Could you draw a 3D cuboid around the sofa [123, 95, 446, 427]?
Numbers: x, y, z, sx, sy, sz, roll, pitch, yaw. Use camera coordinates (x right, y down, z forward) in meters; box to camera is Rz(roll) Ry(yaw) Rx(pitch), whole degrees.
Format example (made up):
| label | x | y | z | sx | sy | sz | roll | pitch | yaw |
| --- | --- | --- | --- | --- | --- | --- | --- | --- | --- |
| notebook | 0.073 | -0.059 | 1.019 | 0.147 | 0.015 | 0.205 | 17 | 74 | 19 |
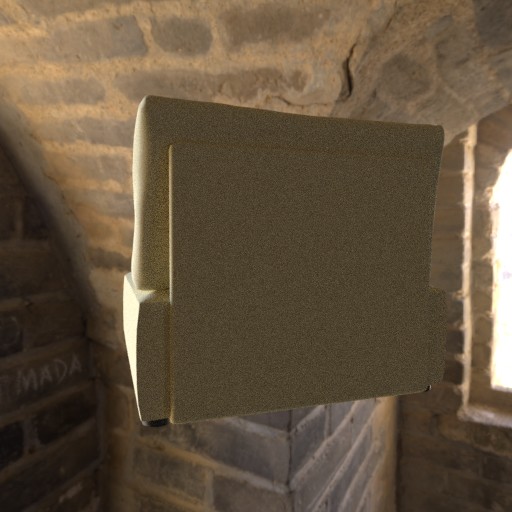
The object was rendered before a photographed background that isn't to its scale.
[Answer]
| label | x | y | z | sx | sy | sz | roll | pitch | yaw |
| --- | --- | --- | --- | --- | --- | --- | --- | --- | --- |
| sofa | 0.000 | 0.000 | 1.654 | 0.930 | 0.820 | 1.000 | -1 | 2 | -19 |
